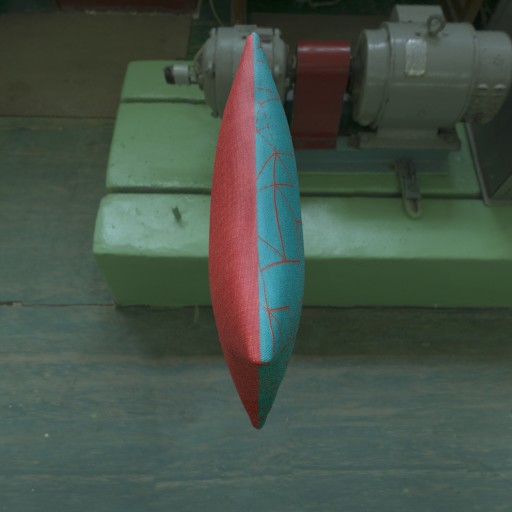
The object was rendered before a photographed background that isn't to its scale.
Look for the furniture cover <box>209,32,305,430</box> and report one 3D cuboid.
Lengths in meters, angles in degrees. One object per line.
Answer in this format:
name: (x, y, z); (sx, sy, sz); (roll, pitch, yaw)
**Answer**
furniture cover: (0.000, 0.000, 0.782); (0.158, 0.508, 0.517); (-1, 62, 0)
